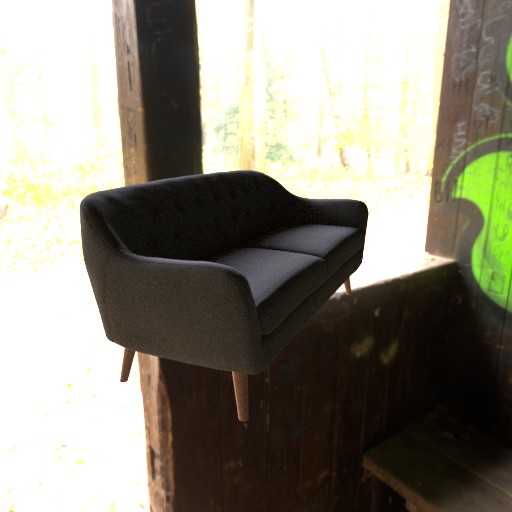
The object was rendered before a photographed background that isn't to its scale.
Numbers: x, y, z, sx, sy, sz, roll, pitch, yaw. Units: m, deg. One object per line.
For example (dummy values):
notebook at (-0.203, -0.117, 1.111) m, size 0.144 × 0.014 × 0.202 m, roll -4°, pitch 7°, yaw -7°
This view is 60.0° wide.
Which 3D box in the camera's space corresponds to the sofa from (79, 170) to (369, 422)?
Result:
sofa at (0.000, 0.000, 2.352) m, size 0.820 × 0.820 × 1.840 m, roll 7°, pitch 17°, yaw 25°
